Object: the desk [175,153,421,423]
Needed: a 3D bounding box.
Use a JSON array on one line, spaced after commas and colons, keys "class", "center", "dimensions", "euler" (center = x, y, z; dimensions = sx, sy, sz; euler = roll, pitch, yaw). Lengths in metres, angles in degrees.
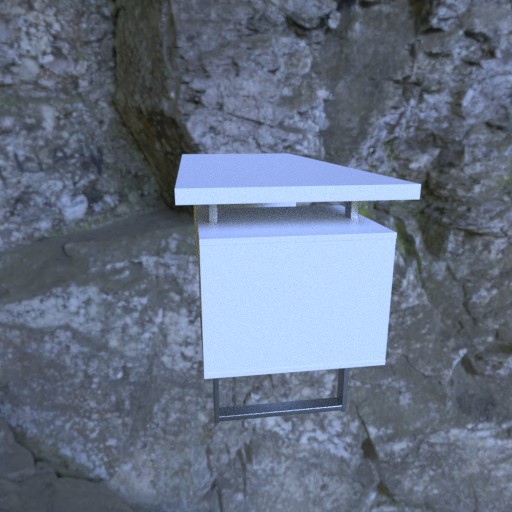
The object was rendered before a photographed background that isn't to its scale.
[{"class": "desk", "center": [0.000, 0.000, 1.889], "dimensions": [0.603, 0.773, 1.530], "euler": [-2, 16, -8]}]
